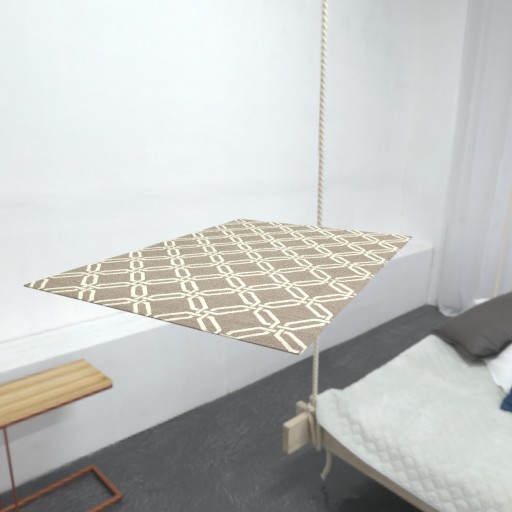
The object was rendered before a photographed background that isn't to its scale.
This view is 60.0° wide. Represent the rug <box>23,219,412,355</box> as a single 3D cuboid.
[{"bbox_3d":[0.000,0.000,4.465,2.441,0.020,3.419,8,17,28],"label":"rug"}]
